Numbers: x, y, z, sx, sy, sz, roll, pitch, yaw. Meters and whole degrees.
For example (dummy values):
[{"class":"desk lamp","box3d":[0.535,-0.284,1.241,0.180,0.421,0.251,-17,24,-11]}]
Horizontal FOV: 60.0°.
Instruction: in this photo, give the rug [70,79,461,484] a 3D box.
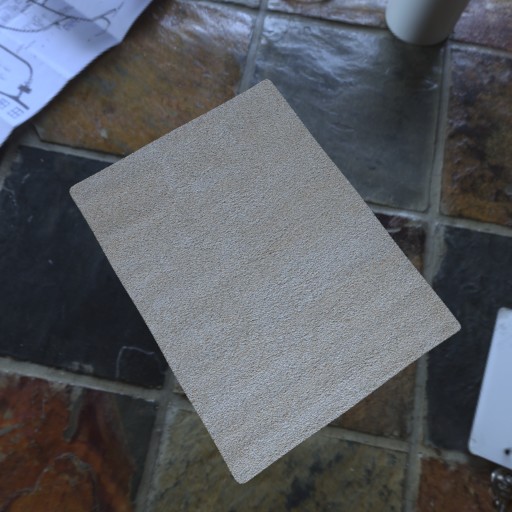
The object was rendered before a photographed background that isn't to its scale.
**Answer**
[{"class":"rug","box3d":[0.000,0.000,2.115,1.199,0.025,1.600,-32,76,-9]}]
